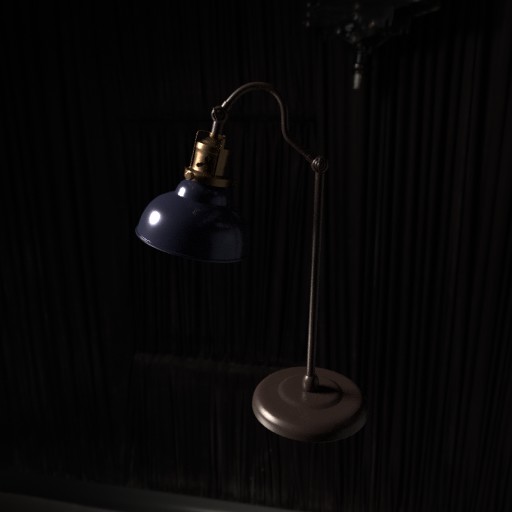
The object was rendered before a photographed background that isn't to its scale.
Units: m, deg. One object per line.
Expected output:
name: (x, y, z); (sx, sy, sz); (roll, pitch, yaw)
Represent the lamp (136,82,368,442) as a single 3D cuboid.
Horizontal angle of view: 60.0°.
lamp: (0.000, 0.000, 0.691); (0.374, 0.508, 0.192); (2, 15, 9)
